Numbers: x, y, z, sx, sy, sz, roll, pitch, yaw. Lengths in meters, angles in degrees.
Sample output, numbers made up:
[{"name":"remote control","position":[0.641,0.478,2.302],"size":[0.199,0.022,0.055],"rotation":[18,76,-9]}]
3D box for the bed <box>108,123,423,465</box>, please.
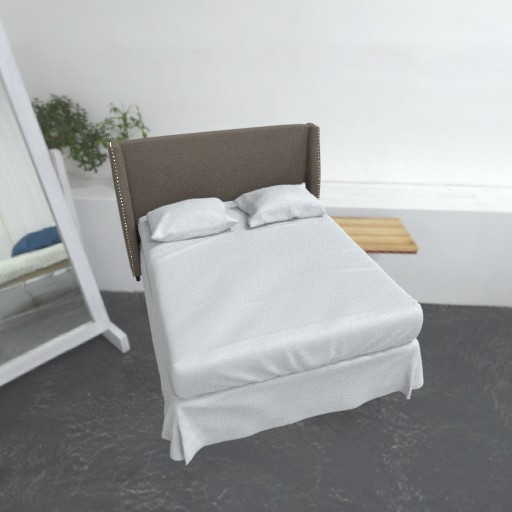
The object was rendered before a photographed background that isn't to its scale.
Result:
[{"name":"bed","position":[0.000,0.000,3.436],"size":[1.925,1.332,2.276],"rotation":[-10,34,-15]}]
